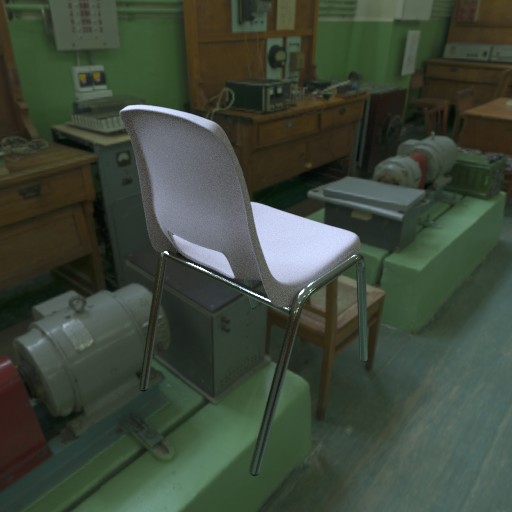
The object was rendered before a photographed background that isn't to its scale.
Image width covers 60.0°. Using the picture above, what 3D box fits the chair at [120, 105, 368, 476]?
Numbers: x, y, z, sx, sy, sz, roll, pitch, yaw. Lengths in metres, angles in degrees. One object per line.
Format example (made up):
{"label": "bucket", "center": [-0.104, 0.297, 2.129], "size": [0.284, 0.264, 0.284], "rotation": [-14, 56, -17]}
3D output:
{"label": "chair", "center": [0.000, 0.000, 0.923], "size": [0.381, 0.653, 0.436], "rotation": [22, 35, 34]}
